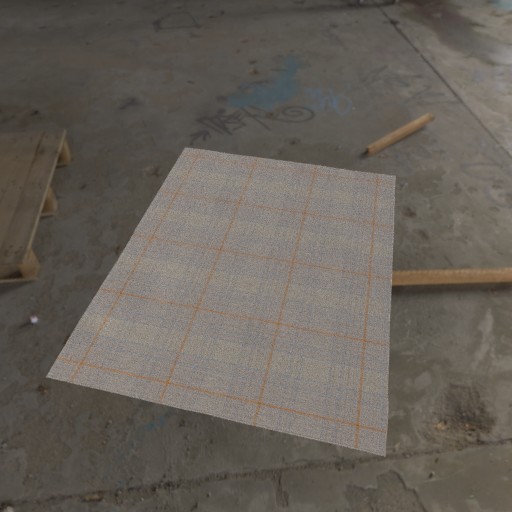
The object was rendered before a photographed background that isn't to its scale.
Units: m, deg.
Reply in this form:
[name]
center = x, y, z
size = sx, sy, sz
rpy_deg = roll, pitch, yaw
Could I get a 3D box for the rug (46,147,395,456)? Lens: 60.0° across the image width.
[rug]
center = 0.000, 0.000, 4.059
size = 2.448, 0.021, 3.051
rpy_deg = 10, 48, 9
